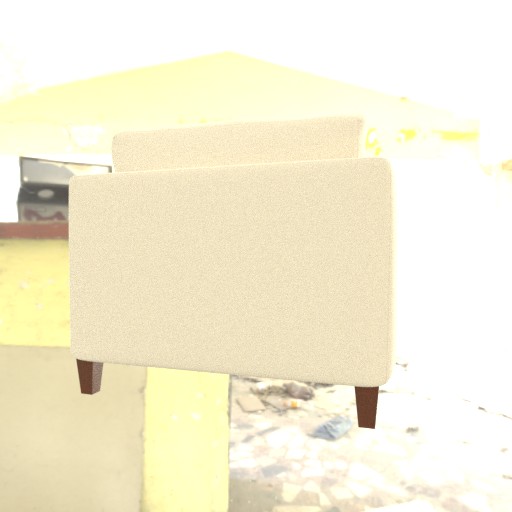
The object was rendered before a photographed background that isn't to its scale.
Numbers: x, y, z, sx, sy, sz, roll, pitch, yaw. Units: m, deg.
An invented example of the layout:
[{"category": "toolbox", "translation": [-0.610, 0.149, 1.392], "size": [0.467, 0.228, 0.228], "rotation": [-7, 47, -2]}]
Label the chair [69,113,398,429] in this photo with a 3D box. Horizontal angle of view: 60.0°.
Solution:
[{"category": "chair", "translation": [0.000, 0.000, 1.666], "size": [1.019, 0.885, 0.878], "rotation": [0, 1, 18]}]
